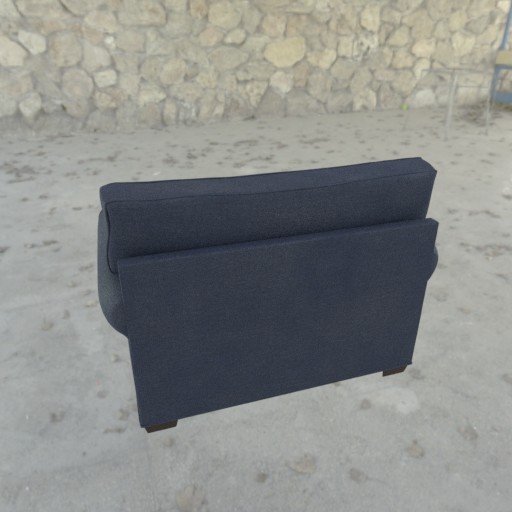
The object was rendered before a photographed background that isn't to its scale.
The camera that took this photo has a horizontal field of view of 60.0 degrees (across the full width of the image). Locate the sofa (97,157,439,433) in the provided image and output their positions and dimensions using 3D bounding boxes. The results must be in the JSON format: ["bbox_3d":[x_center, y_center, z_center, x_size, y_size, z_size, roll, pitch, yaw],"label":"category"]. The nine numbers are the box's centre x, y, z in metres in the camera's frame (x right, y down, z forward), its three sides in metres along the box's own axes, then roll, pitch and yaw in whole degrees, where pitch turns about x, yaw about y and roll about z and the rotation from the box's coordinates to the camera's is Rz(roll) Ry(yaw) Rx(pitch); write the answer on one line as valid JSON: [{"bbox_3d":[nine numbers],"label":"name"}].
[{"bbox_3d":[0.000,0.000,2.106,1.405,1.004,0.938,-8,28,-16],"label":"sofa"}]
